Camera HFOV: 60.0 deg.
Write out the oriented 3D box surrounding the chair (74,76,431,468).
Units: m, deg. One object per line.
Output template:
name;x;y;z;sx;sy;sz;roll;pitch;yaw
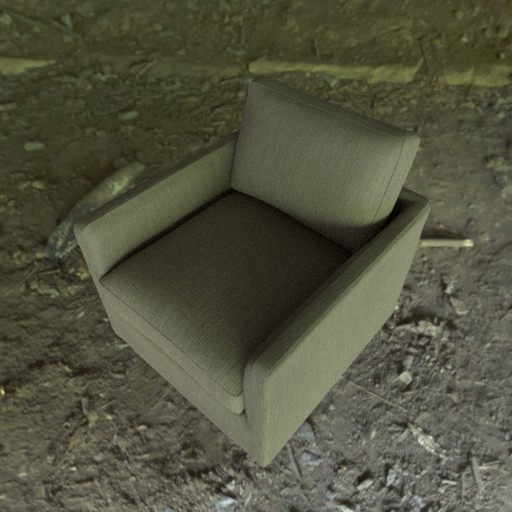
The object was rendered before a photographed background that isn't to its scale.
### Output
chair;0.000;0.000;1.454;0.763;0.811;0.834;32;54;27
